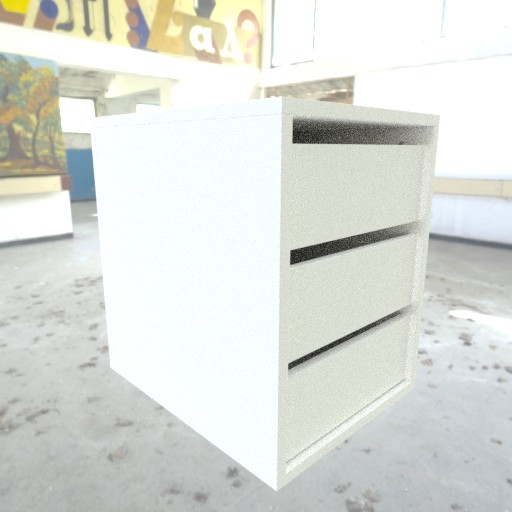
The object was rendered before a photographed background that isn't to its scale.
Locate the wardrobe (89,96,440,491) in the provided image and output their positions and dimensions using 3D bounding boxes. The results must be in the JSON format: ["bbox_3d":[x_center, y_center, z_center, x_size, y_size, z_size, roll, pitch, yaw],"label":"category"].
[{"bbox_3d":[0.000,0.000,0.864,0.400,0.520,0.500,-13,19,-42],"label":"wardrobe"}]
